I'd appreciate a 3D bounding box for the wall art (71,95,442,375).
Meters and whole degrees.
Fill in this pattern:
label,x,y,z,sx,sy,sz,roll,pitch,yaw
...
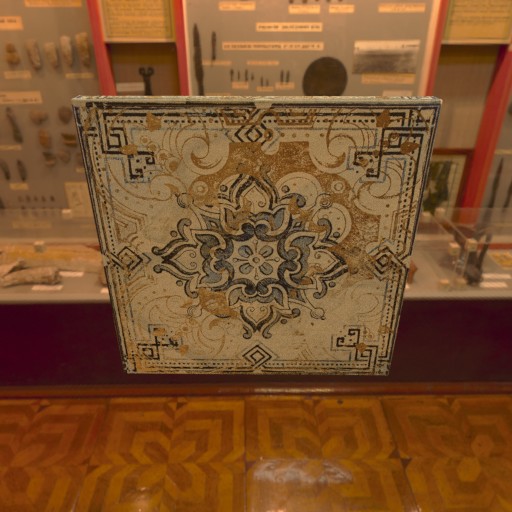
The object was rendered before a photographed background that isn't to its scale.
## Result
label,x,y,z,sx,sy,sz,roll,pitch,yaw
wall art,0.000,0.000,0.888,0.609,0.607,0.036,0,29,1
